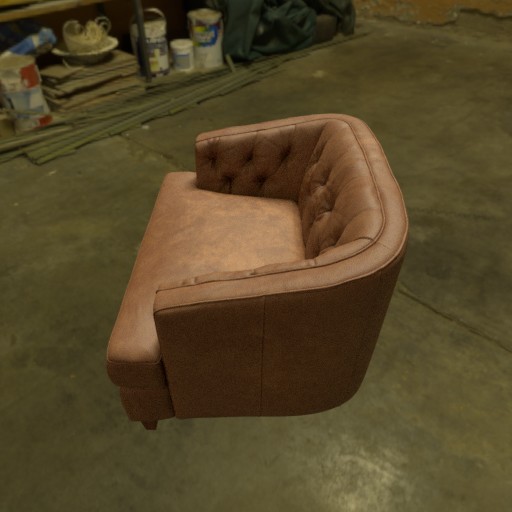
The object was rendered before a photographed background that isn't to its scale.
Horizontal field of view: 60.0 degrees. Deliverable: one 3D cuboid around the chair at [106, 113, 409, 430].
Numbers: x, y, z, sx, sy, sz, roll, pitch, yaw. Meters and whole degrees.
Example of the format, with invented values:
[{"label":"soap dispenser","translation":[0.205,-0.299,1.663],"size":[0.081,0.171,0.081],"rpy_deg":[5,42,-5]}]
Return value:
[{"label":"chair","translation":[0.000,0.000,1.742],"size":[0.911,0.836,1.119],"rpy_deg":[0,40,0]}]
